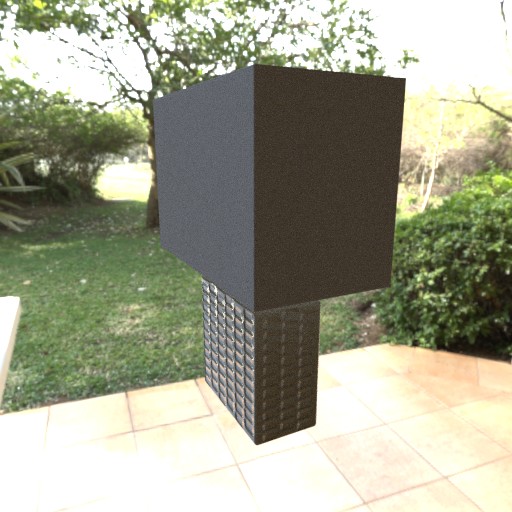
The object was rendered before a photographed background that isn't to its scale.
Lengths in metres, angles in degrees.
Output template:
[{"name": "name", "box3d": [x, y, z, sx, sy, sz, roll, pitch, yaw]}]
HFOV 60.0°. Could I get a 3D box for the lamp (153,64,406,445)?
[{"name": "lamp", "box3d": [0.000, 0.000, 0.694, 0.200, 0.515, 0.380, -7, 16, -26]}]
